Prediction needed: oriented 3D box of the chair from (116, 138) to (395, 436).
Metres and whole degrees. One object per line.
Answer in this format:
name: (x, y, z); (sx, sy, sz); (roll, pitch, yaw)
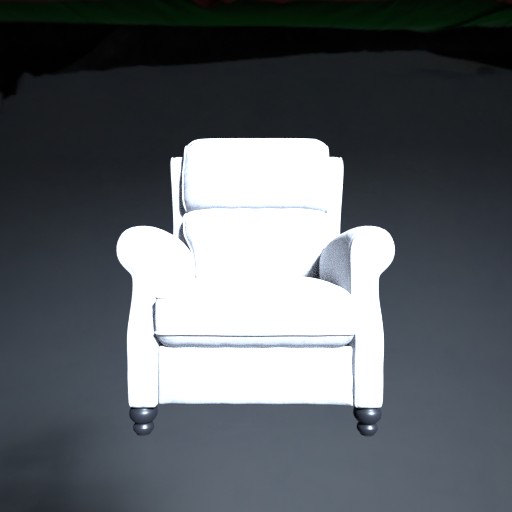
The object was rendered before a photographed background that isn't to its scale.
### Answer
chair: (0.000, 0.000, 1.709); (0.859, 1.046, 0.919); (0, 2, 0)
